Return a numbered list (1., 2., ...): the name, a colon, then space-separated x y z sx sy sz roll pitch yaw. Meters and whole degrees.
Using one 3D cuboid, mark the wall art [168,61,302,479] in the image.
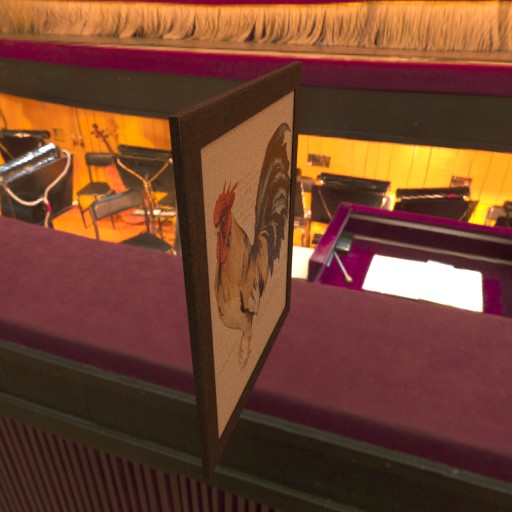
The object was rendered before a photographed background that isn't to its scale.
1. wall art: 0.000 0.000 0.767 0.013 0.570 0.476 10 32 17
